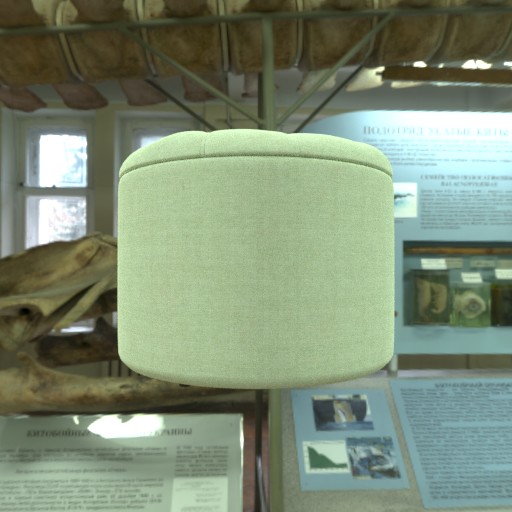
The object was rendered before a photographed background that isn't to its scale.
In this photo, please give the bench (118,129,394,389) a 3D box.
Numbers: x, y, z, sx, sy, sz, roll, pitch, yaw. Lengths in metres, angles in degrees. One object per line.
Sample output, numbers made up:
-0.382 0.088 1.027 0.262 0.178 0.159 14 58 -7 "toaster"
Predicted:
0.000 0.000 1.007 0.600 0.453 0.600 0 -1 0 "bench"
